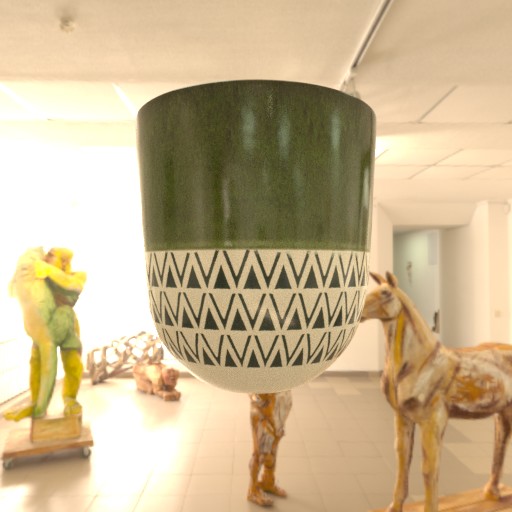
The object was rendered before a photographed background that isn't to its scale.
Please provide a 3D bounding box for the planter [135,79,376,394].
[{"bbox_3d":[0.000,0.000,0.464,0.245,0.270,0.245,0,-2,0],"label":"planter"}]
